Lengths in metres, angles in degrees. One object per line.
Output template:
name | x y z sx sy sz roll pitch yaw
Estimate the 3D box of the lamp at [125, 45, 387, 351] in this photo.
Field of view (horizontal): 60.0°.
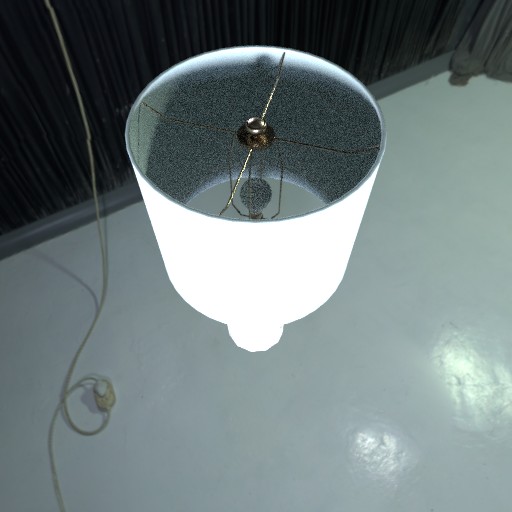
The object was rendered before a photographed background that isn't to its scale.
lamp | 0.000 0.000 0.699 0.277 0.534 0.277 -31 62 -19
